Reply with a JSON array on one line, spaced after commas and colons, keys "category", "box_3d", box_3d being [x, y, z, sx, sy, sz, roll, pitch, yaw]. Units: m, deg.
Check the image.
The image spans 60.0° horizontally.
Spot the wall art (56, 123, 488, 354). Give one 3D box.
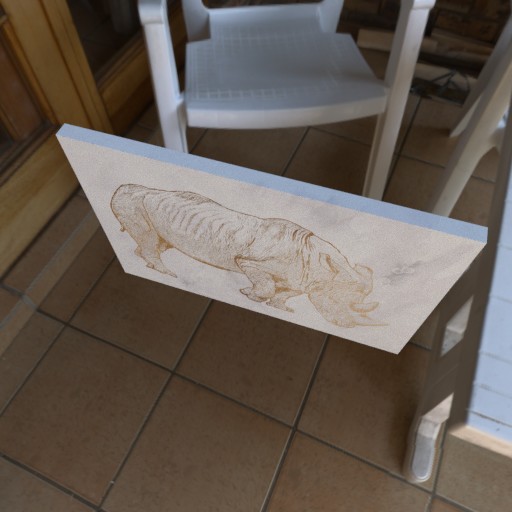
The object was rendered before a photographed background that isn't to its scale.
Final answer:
[{"category": "wall art", "box_3d": [0.000, 0.000, 1.168, 0.915, 0.610, 0.038, 16, 60, 9]}]
